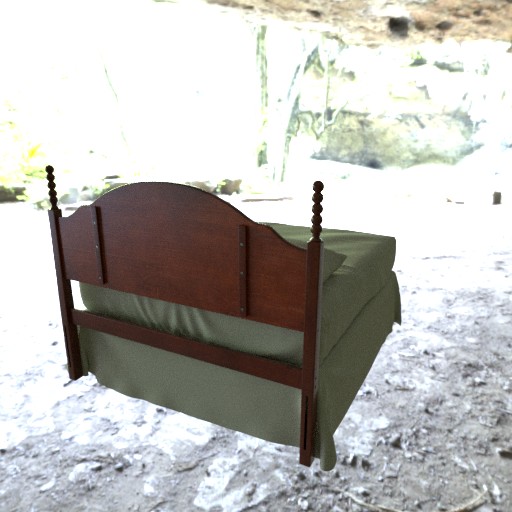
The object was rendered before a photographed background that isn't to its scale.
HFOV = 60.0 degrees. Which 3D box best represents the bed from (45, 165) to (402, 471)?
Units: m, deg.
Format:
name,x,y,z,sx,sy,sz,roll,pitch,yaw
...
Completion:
name,x,y,z,sx,sy,sz,roll,pitch,yaw
bed,0.000,0.000,3.153,1.873,1.356,2.040,8,18,27
